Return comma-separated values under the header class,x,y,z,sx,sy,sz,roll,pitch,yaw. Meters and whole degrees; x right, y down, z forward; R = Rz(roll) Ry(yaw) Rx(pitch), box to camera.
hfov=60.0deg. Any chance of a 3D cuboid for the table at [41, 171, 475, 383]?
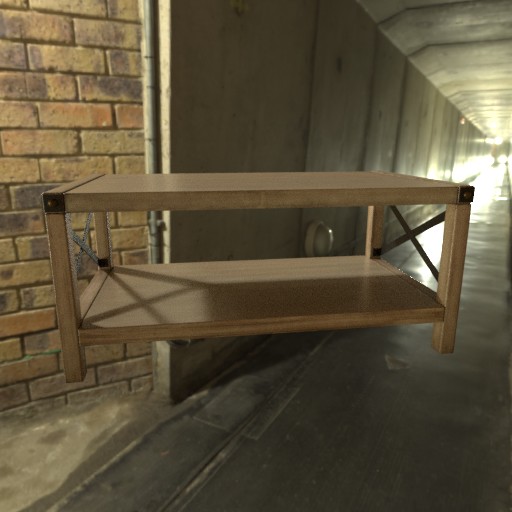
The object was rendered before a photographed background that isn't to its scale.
class,x,y,z,sx,sy,sz,roll,pitch,yaw
table,0.000,0.000,1.323,1.016,0.456,0.559,-2,15,-9
